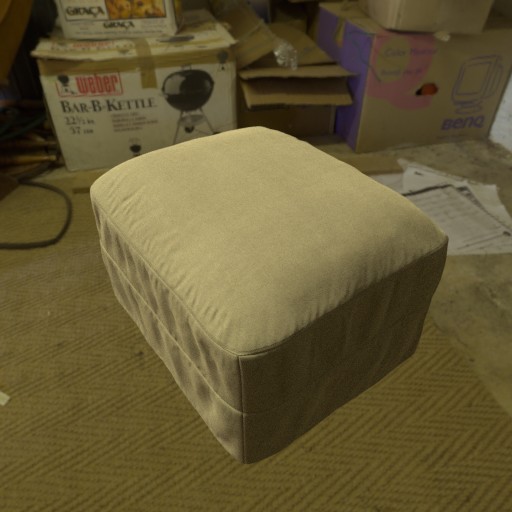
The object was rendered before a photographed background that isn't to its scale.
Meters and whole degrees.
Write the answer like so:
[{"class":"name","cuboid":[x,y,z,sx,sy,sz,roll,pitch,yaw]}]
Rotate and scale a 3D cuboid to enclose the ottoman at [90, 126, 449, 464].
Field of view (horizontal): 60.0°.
[{"class":"ottoman","cuboid":[0.000,0.000,1.088,0.584,0.480,0.712,-25,46,-28]}]
